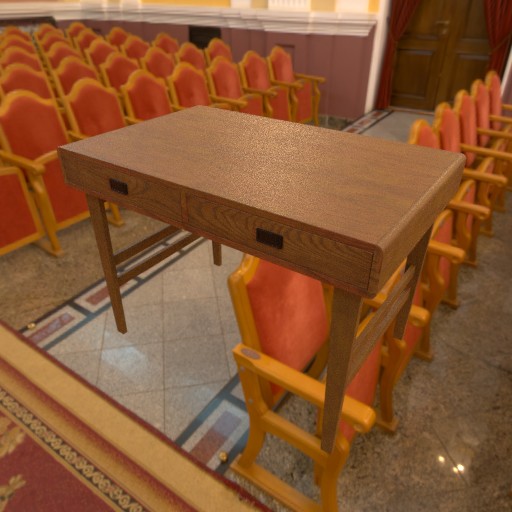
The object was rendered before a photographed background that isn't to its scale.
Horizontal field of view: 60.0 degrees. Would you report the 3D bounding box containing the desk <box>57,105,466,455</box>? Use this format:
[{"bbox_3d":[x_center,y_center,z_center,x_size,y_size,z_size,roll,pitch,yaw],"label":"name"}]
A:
[{"bbox_3d":[0.000,0.000,1.542,1.066,0.754,0.660,20,37,29],"label":"desk"}]
